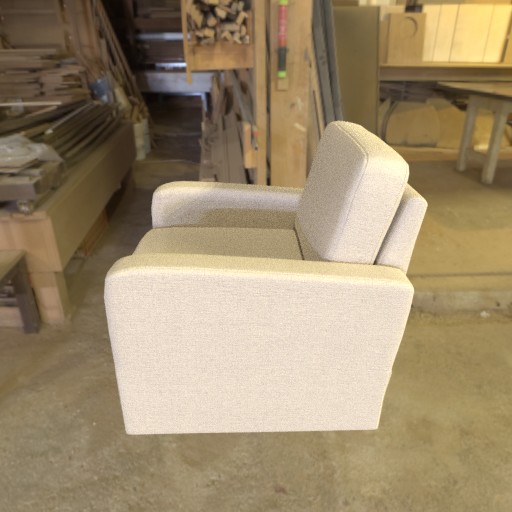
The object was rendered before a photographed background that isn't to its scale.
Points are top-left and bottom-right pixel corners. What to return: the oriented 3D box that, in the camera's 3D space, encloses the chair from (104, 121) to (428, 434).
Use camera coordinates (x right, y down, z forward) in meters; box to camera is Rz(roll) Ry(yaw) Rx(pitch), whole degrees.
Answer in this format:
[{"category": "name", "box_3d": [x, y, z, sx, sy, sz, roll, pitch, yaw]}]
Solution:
[{"category": "chair", "box_3d": [0.000, 0.000, 1.505, 0.888, 0.827, 0.755, -1, 26, -1]}]
